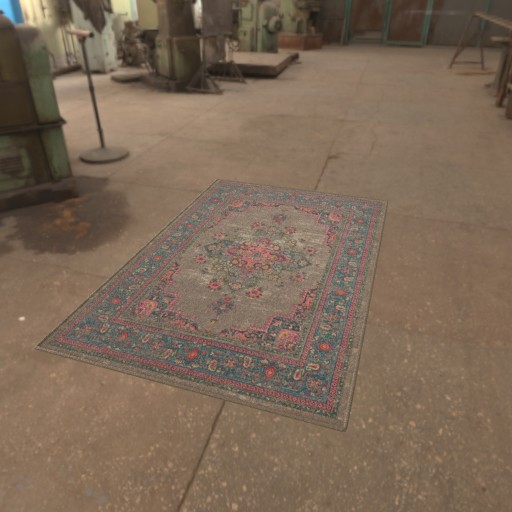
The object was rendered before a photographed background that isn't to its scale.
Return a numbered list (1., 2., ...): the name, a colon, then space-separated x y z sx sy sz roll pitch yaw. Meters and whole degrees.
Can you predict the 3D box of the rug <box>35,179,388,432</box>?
1. rug: 0.000 0.000 2.179 1.144 0.014 1.748 10 33 16
